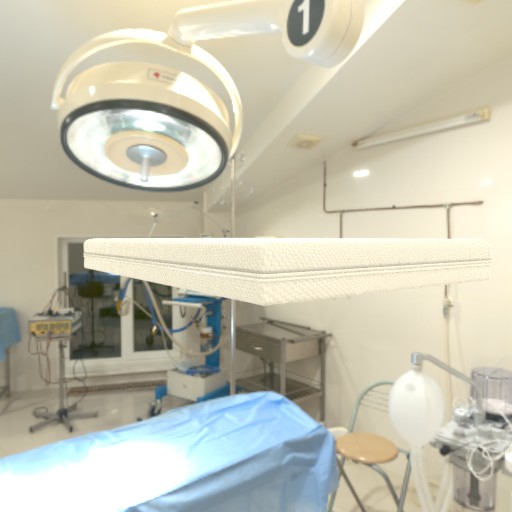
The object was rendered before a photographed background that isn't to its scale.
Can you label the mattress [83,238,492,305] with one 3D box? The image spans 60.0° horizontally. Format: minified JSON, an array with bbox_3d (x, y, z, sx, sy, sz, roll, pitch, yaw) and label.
[{"bbox_3d":[0.000,0.000,2.552,1.400,0.200,2.000,-2,3,-36],"label":"mattress"}]
